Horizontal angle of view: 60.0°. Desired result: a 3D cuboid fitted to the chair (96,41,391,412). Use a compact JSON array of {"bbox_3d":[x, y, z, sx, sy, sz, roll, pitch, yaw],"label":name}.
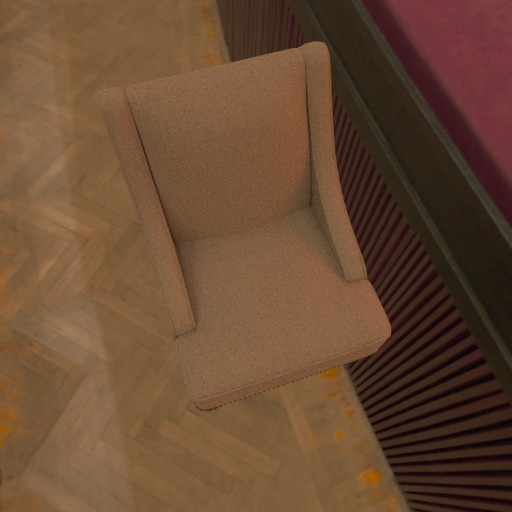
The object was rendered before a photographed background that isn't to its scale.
[{"bbox_3d":[0.000,0.000,1.390,0.628,0.872,0.748,-16,65,-8],"label":"chair"}]
